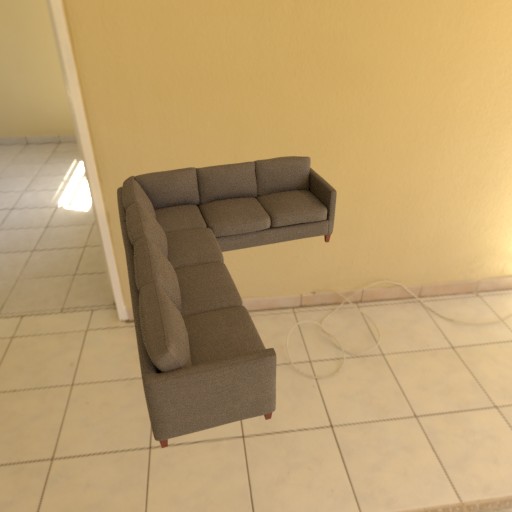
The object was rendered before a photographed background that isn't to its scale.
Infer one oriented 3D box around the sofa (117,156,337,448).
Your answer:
[{"bbox_3d":[0.000,0.000,4.585,2.593,0.947,3.302,-10,34,-15],"label":"sofa"}]
